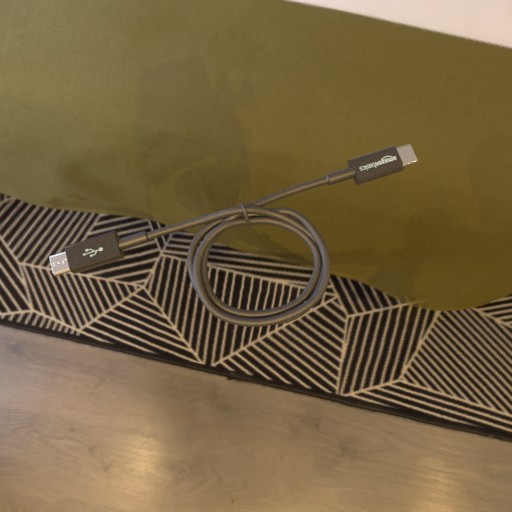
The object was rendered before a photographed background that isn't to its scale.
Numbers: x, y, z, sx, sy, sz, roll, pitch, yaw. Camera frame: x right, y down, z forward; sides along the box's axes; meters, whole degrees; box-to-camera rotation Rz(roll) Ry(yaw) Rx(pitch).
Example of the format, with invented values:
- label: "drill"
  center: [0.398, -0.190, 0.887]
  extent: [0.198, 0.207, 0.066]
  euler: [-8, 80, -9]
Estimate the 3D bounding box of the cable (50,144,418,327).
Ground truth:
- label: "cable"
  center: [0.000, 0.000, 0.215]
  extent: [0.192, 0.014, 0.070]
  euler: [-18, 76, -4]
